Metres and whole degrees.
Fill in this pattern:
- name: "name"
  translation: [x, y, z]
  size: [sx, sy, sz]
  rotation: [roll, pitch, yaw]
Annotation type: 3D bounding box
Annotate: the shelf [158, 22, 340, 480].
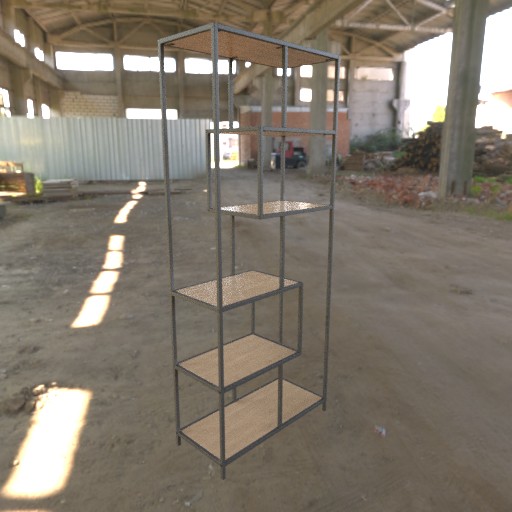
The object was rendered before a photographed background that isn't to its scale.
- name: "shelf"
  translation: [0.000, 0.000, 2.133]
  size: [0.350, 1.850, 0.770]
  rotation: [13, 18, 43]
